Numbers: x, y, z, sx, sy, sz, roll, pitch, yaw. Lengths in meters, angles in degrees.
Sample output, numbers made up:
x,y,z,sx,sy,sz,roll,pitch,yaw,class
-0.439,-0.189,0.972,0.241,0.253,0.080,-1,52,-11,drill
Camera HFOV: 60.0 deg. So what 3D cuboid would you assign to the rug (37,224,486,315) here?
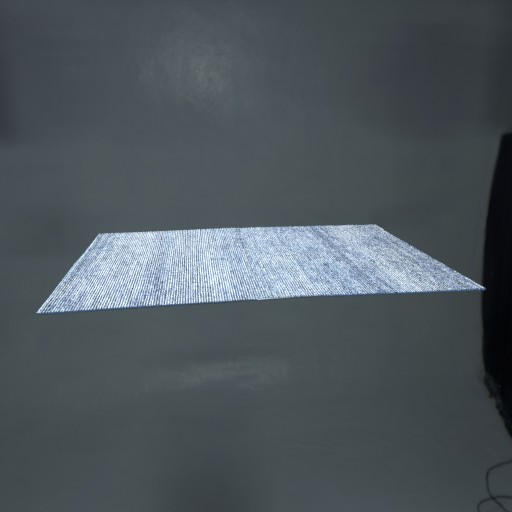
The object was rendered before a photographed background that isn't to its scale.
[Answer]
x,y,z,sx,sy,sz,roll,pitch,yaw,class
0.000,0.000,2.289,1.793,0.025,1.159,-2,18,-7,rug
